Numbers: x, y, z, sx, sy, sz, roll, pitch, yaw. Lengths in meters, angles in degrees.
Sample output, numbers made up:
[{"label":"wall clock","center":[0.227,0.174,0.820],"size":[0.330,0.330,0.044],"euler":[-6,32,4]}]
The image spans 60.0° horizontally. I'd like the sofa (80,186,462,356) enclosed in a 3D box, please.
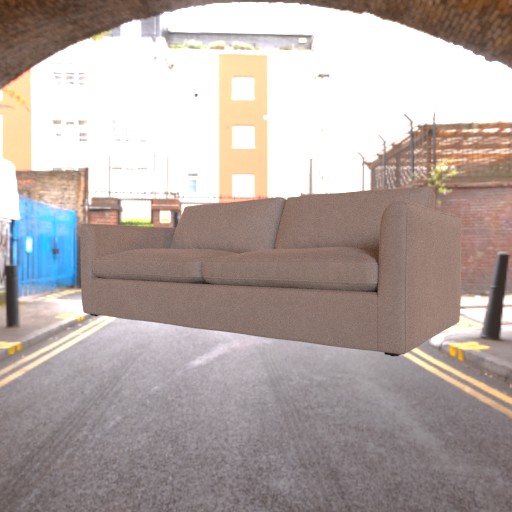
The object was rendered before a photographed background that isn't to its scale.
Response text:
[{"label":"sofa","center":[0.000,0.000,2.841],"size":[2.588,0.838,1.090],"euler":[0,0,36]}]
